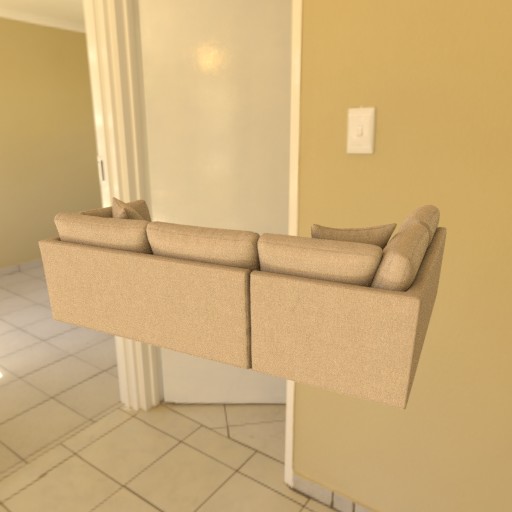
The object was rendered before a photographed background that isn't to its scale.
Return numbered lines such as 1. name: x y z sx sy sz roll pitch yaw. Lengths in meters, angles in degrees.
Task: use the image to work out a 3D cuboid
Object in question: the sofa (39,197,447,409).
1. sofa: 0.000 0.000 3.828 2.896 0.978 1.994 8 18 25
